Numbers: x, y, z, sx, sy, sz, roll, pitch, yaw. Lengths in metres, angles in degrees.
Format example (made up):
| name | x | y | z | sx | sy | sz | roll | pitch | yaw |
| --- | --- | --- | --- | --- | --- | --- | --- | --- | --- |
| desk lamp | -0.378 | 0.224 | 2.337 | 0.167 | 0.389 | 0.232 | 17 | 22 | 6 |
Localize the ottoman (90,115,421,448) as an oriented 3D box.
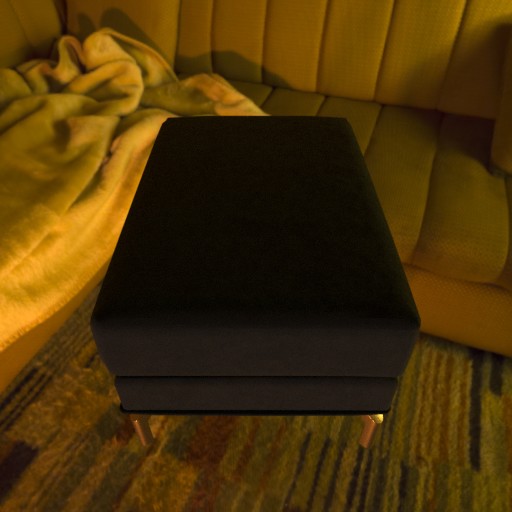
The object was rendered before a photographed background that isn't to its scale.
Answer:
| name | x | y | z | sx | sy | sz | roll | pitch | yaw |
| --- | --- | --- | --- | --- | --- | --- | --- | --- | --- |
| ottoman | 0.000 | 0.000 | 1.189 | 0.587 | 0.498 | 0.835 | 0 | 42 | 0 |
